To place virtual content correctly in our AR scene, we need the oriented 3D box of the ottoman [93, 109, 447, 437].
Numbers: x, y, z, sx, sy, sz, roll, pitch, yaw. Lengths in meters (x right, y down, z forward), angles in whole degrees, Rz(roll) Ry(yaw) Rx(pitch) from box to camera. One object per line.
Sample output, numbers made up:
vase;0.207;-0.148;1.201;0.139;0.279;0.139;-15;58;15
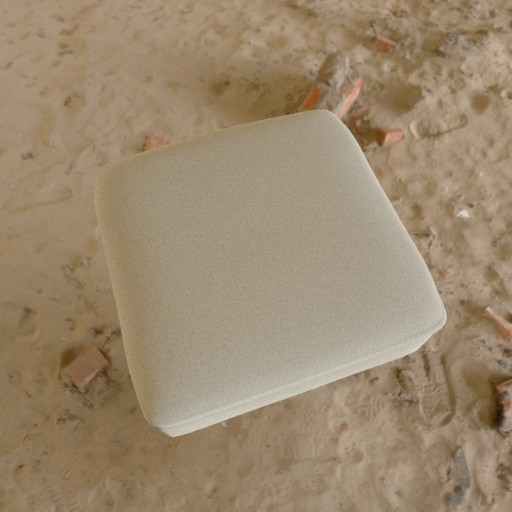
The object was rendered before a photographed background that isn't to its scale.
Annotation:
ottoman;0.000;0.000;1.610;0.996;0.467;0.977;-17;64;-8
